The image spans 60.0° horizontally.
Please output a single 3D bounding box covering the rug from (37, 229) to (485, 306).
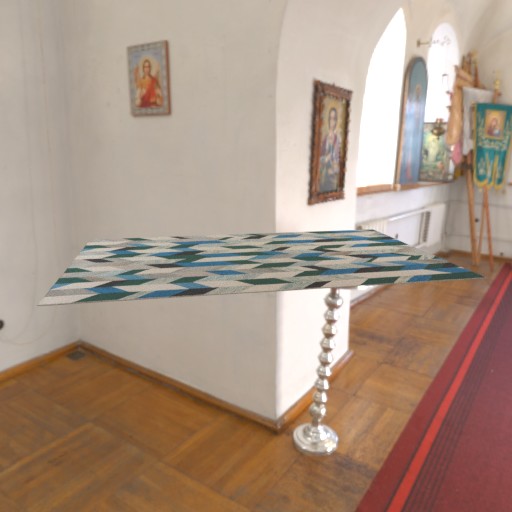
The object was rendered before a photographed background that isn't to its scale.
[{"bbox_3d":[0.000,0.000,3.061,2.433,0.007,1.507,-3,15,-10],"label":"rug"}]
